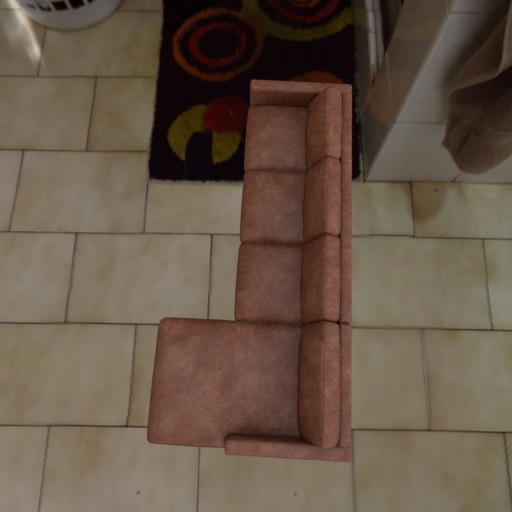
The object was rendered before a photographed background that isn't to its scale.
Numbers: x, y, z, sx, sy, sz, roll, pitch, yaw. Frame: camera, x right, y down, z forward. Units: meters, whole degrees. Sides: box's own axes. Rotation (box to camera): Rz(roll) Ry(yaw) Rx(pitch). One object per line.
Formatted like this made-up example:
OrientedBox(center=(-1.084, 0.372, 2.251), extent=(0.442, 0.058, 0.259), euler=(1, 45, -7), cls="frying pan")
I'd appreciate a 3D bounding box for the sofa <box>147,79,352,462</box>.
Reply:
OrientedBox(center=(0.000, 0.000, 3.943), extent=(1.581, 0.883, 3.203), euler=(3, 75, 1), cls="sofa")
